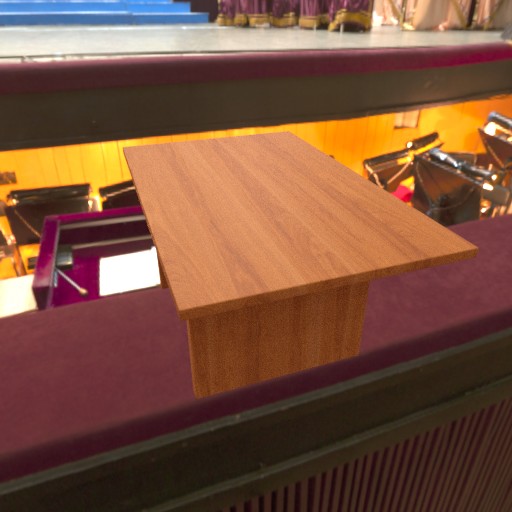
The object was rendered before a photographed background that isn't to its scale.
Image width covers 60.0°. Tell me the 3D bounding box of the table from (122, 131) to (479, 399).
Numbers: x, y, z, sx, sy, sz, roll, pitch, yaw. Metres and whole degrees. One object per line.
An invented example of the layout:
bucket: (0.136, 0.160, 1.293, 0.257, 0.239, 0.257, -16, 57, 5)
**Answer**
table: (0.000, 0.000, 1.497, 0.700, 0.510, 1.100, -10, 32, -17)
